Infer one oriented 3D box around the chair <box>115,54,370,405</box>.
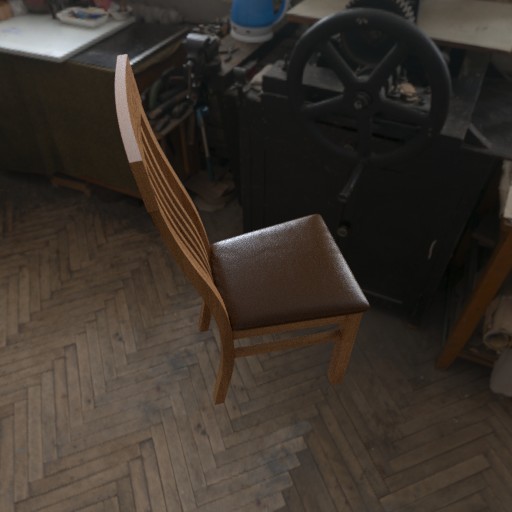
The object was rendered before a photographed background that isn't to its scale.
[{"bbox_3d":[0.000,0.000,1.313,0.580,1.050,0.450,-11,47,-10],"label":"chair"}]
